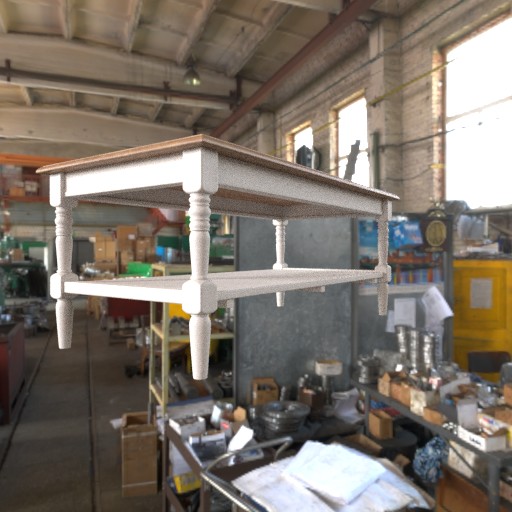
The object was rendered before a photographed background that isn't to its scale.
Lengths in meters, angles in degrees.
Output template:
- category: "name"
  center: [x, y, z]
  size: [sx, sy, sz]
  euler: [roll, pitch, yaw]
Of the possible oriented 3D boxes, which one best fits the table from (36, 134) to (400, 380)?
- category: "table"
  center: [0.000, 0.000, 1.406]
  size: [0.559, 0.458, 1.118]
  euler: [1, 1, 35]
